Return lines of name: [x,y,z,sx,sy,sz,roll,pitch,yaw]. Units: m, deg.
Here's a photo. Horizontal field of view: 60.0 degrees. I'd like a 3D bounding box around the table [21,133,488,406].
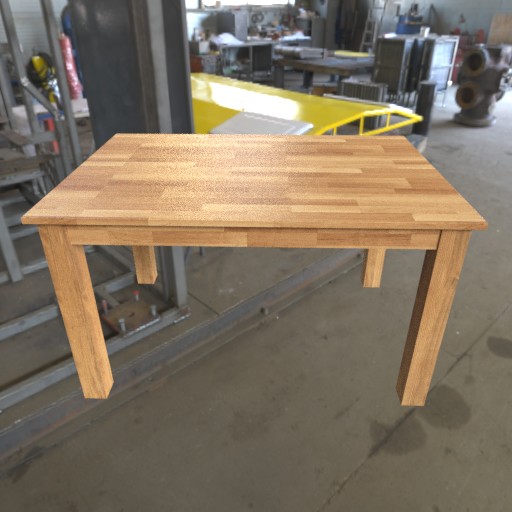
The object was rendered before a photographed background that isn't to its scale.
table: [0.000,0.000,1.808,1.300,0.750,0.900,1,30,1]
